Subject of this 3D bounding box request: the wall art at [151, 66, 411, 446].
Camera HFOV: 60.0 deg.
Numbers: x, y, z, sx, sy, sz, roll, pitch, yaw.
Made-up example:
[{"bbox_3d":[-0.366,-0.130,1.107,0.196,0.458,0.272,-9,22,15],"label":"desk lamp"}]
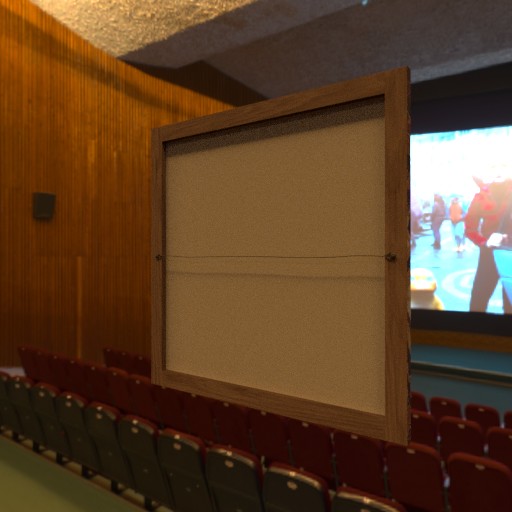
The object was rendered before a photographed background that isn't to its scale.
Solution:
[{"bbox_3d":[0.000,0.000,1.114,0.757,0.762,0.028,0,0,36],"label":"wall art"}]
